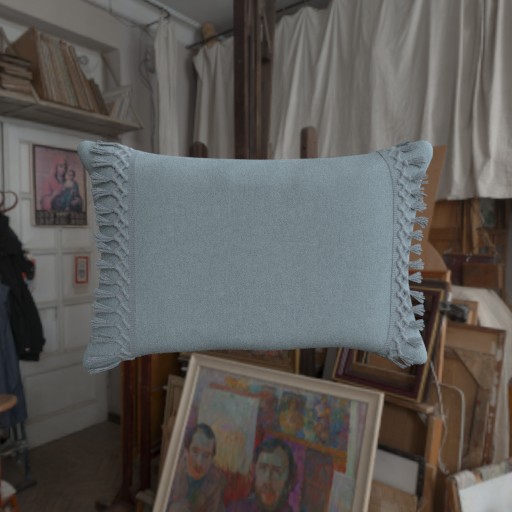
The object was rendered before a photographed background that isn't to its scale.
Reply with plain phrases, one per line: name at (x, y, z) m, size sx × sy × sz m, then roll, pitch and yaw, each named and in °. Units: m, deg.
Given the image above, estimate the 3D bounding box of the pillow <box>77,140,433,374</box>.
pillow at (0.000, 0.000, 0.586) m, size 0.466 × 0.305 × 0.084 m, roll 0°, pitch 2°, yaw -1°
